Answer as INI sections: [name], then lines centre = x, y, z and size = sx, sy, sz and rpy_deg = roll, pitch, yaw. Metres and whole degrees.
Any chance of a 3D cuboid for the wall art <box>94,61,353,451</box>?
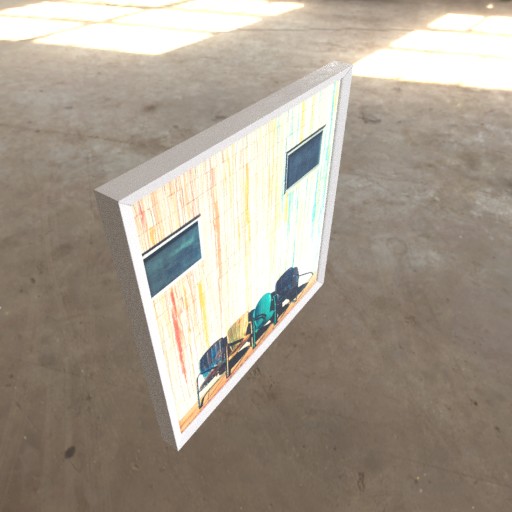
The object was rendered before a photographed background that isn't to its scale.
[wall art]
centre = 0.000, 0.000, 0.757
size = 0.037, 0.508, 0.508
rpy_deg = 25, 46, 26
